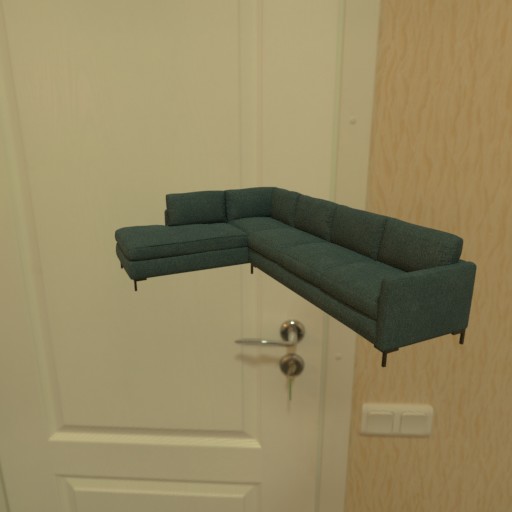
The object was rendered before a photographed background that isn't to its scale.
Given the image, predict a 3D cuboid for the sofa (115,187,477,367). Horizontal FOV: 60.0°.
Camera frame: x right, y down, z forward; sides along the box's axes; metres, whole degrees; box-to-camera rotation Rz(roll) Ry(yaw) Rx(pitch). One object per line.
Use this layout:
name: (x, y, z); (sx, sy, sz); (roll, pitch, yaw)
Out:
sofa: (0.000, 0.000, 3.937); (2.007, 0.815, 2.949); (-8, 19, -25)
